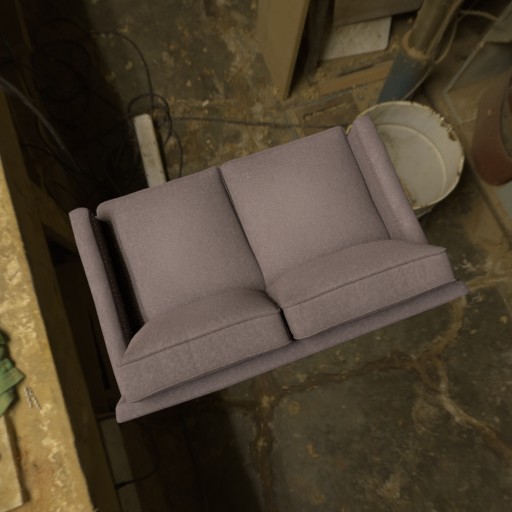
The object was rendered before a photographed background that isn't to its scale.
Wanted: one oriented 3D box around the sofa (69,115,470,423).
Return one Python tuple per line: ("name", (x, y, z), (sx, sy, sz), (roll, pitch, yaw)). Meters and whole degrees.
("sofa", (0.000, 0.000, 2.214), (1.597, 1.003, 1.084), (-19, 76, -5))
